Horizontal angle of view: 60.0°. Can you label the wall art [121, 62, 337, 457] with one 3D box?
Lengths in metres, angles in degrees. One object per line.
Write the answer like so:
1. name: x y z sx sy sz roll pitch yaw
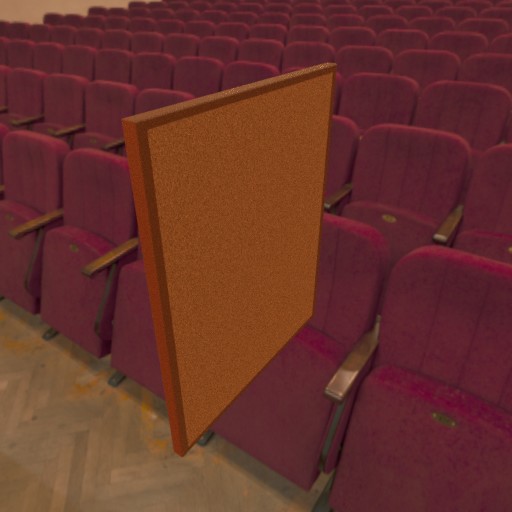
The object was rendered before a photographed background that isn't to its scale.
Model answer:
1. wall art: 0.000 0.000 0.515 0.015 0.379 0.310 20 37 29
